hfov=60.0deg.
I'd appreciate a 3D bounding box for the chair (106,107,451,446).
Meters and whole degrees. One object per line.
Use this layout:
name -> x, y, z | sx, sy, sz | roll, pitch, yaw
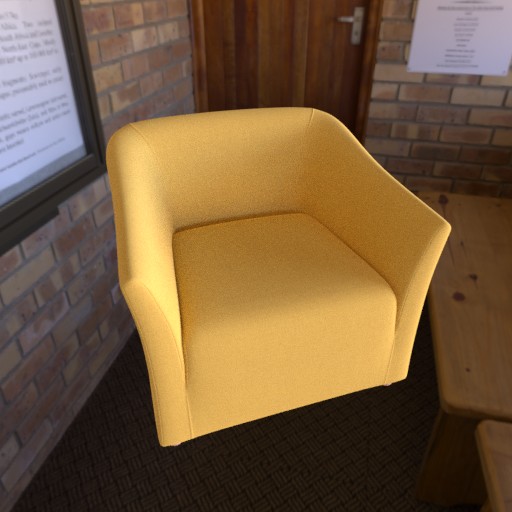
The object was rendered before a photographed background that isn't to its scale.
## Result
chair -> 0.000, 0.000, 1.358 | 0.790, 0.720, 0.700 | -10, 33, -16
